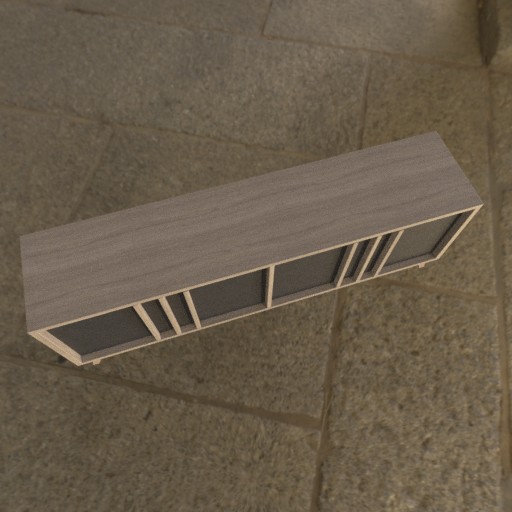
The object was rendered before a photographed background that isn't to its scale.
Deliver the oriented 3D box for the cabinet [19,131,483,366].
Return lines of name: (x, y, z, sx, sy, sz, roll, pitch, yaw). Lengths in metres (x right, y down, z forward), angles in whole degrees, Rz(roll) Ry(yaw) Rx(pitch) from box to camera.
cabinet: (0.000, 0.000, 2.490, 2.198, 0.779, 0.499, -16, 64, -8)
